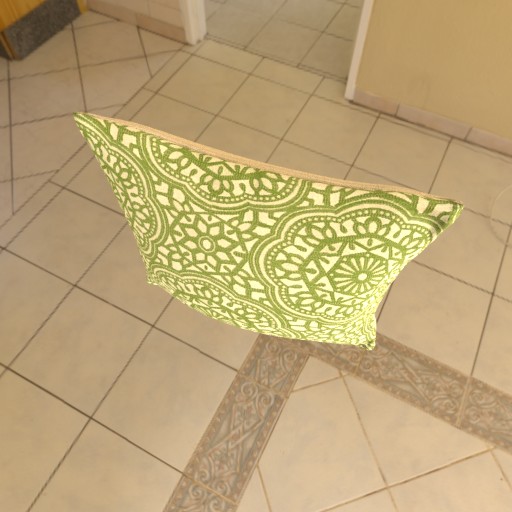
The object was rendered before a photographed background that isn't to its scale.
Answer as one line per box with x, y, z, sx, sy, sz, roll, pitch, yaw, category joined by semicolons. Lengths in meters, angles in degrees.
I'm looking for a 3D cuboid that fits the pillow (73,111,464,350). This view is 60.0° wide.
0.000;0.000;0.645;0.440;0.419;0.162;15;60;9;pillow
